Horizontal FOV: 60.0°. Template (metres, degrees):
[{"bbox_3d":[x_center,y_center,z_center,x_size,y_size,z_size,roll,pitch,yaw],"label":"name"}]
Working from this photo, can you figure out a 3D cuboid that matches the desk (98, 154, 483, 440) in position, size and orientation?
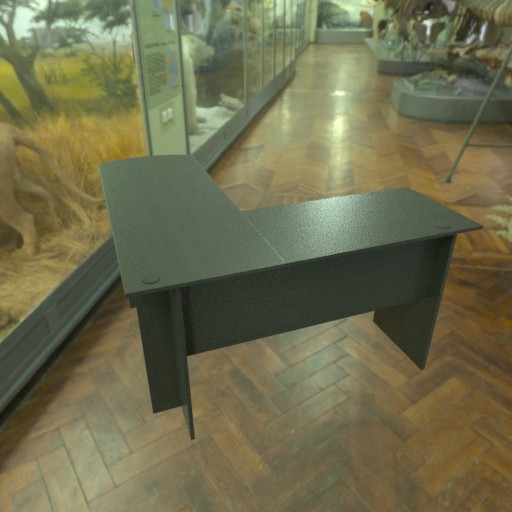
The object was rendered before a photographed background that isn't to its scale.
[{"bbox_3d":[0.000,0.000,2.184,1.303,0.716,1.361,-10,31,-18],"label":"desk"}]
